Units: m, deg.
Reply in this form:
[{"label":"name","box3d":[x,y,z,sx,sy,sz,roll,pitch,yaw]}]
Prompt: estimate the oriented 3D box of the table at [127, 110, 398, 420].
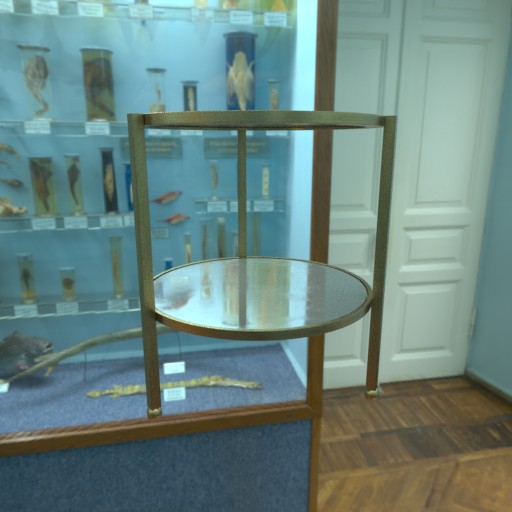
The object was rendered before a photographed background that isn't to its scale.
[{"label":"table","box3d":[0.000,0.000,0.455,0.231,0.269,0.243,-2,15,-8]}]
